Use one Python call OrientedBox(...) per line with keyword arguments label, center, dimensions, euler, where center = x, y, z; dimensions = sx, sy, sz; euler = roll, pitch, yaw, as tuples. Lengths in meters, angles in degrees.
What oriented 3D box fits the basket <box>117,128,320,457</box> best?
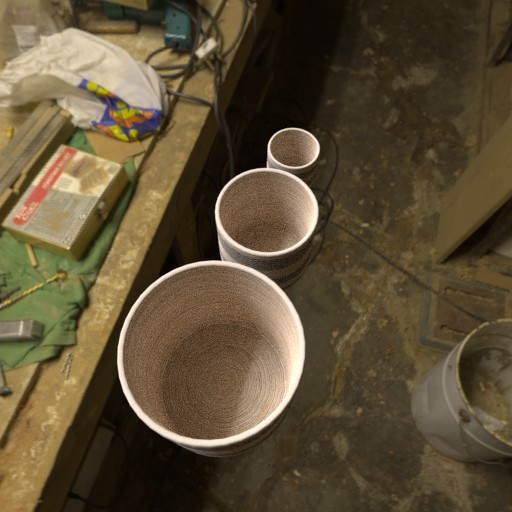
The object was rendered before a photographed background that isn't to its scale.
OrientedBox(label="basket", center=(0.000, 0.000, 1.093), dimensions=(0.351, 0.356, 0.917), euler=(15, 64, 8))
